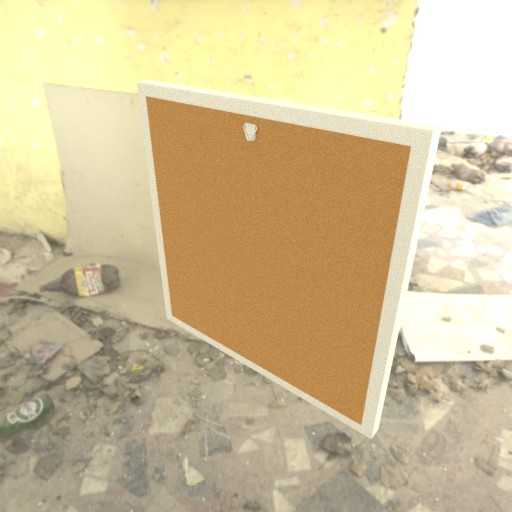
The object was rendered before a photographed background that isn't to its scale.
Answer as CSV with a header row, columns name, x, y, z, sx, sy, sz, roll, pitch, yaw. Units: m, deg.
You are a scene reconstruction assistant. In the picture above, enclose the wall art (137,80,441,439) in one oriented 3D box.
name,x,y,z,sx,sy,sz,roll,pitch,yaw
wall art,0.000,0.000,1.125,0.761,0.762,0.050,22,37,33
